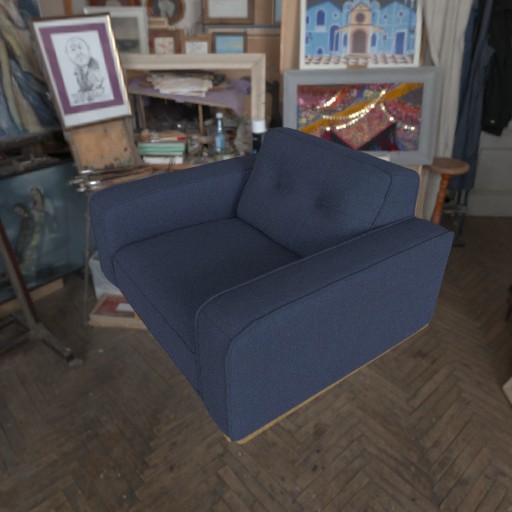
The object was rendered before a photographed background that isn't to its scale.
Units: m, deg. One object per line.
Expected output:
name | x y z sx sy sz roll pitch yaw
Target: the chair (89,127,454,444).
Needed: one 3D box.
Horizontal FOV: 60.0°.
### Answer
chair | 0.000 0.000 1.764 0.953 0.783 1.118 -20 37 -30
